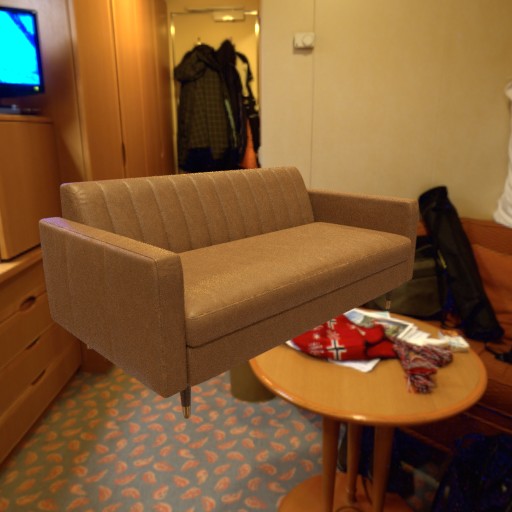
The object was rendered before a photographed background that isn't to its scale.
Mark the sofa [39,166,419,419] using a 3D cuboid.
[{"bbox_3d":[0.000,0.000,2.353,0.993,0.821,1.847,15,21,43],"label":"sofa"}]
